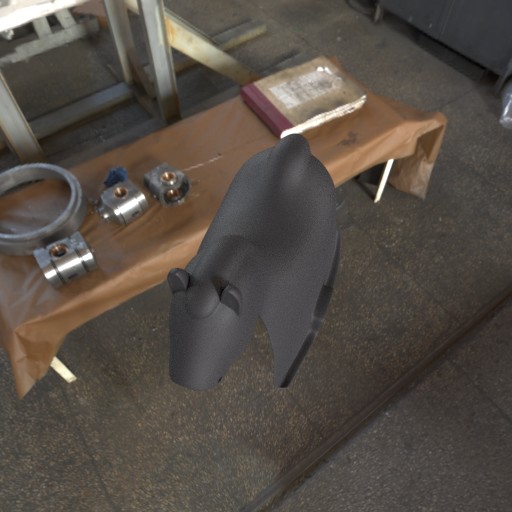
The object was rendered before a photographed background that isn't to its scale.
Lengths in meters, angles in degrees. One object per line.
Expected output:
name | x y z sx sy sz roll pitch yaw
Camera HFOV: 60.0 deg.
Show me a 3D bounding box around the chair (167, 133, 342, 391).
chair | 0.000 0.000 1.153 0.429 0.612 0.800 17 58 11
